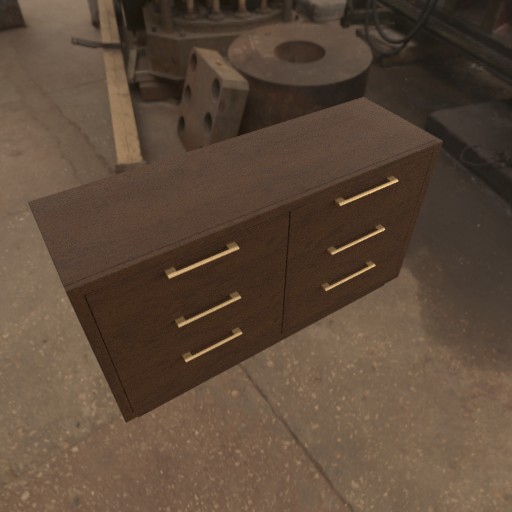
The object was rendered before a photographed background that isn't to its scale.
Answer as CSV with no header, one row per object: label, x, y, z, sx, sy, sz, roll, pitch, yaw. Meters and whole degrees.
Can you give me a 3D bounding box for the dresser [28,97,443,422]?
dresser,0.000,0.000,1.963,1.523,0.889,0.512,-24,49,-22
